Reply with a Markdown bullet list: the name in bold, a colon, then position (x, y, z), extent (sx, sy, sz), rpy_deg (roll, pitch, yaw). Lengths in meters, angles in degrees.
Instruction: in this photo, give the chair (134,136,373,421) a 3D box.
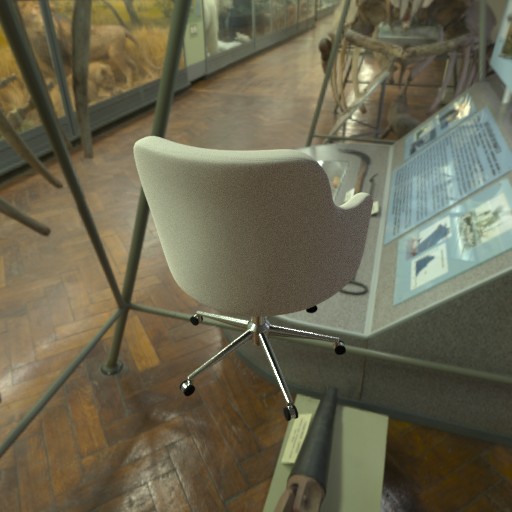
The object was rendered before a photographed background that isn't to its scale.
- **chair**: position (0.000, 0.000, 1.281), extent (0.602, 0.819, 0.647), rpy_deg (9, 33, 14)
